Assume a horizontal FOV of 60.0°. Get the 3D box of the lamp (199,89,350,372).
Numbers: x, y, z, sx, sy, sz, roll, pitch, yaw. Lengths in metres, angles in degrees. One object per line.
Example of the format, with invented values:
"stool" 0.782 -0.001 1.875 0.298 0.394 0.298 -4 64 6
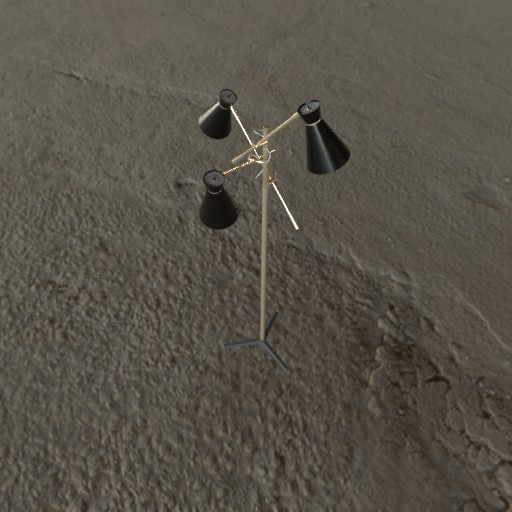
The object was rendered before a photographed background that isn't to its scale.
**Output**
"lamp" 0.000 0.000 2.164 0.750 1.804 0.653 17 49 15
